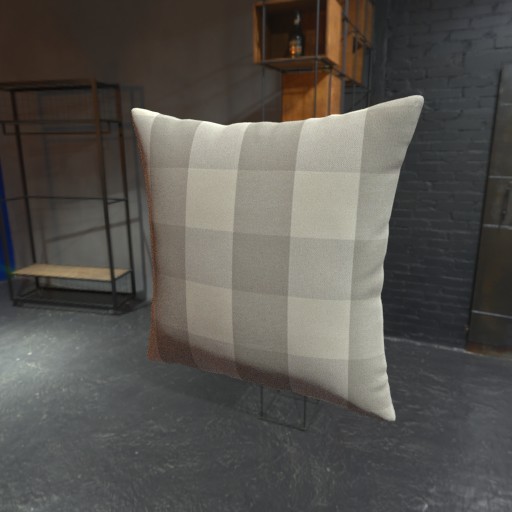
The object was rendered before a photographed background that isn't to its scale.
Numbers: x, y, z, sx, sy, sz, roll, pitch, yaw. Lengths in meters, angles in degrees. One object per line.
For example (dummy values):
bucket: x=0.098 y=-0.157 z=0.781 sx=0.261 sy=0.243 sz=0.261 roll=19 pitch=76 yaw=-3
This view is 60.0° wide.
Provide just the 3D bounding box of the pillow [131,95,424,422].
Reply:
pillow: x=0.000 y=0.000 z=0.775 sx=0.511 sy=0.509 sz=0.161 roll=7 pitch=15 yaw=25
